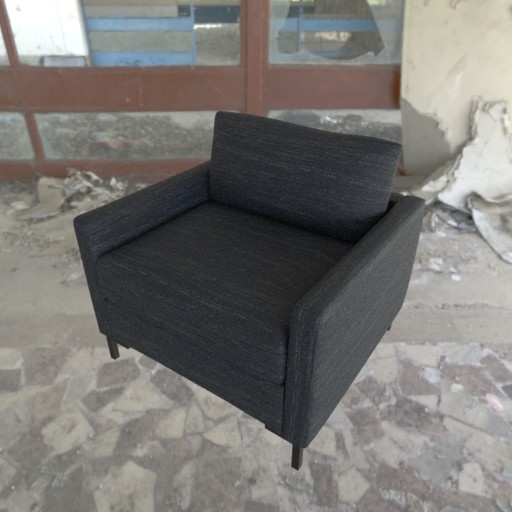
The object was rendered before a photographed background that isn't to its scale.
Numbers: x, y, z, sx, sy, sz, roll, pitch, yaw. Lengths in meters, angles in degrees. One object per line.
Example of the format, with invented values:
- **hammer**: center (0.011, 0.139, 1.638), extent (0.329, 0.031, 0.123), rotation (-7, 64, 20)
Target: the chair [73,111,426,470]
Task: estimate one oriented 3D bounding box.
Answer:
- **chair**: center (0.000, 0.000, 1.642), extent (0.963, 0.861, 0.866), rotation (19, 36, 29)
